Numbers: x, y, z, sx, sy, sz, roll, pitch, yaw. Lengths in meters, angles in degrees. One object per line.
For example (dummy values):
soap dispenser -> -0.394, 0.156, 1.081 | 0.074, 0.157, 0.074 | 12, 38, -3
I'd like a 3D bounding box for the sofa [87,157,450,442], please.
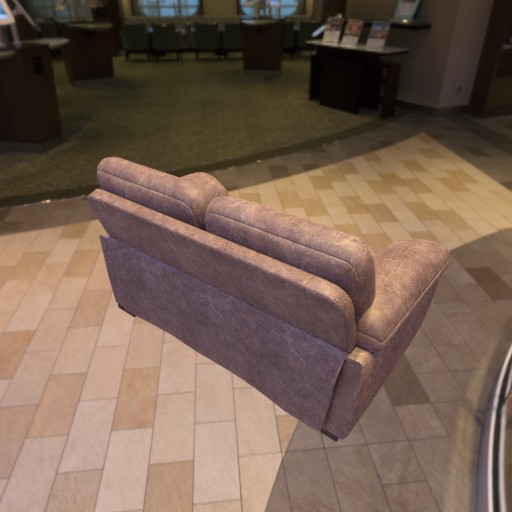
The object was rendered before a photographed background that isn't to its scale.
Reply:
sofa -> 0.000, 0.000, 2.411 | 1.753, 0.991, 0.991 | 22, 38, 32
